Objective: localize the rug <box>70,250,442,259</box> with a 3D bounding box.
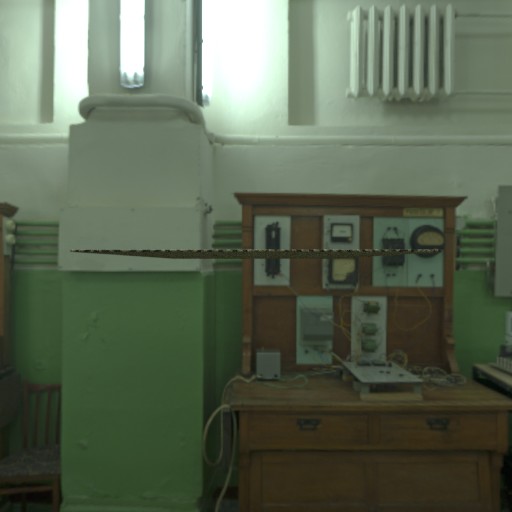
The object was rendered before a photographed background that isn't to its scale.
[{"bbox_3d":[0.000,0.000,2.334,1.219,0.008,1.828,0,-1,0],"label":"rug"}]
